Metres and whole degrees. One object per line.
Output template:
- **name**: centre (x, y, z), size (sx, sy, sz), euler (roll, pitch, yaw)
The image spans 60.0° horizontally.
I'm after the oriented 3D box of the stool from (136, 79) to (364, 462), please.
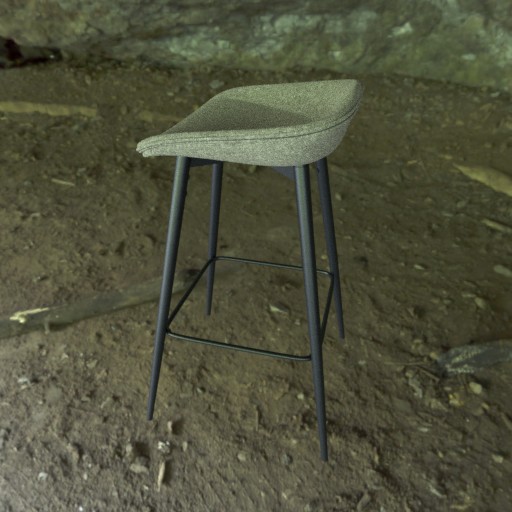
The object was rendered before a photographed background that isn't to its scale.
- **stool**: centre (0.000, 0.000, 1.102), size (0.480, 0.814, 0.469), euler (8, 32, 13)
